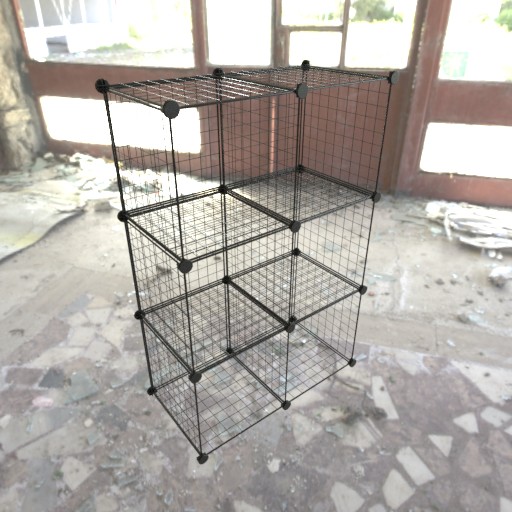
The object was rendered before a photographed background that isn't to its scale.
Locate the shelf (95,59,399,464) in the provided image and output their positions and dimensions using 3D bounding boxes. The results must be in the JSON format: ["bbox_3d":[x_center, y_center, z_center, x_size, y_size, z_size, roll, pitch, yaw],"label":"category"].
[{"bbox_3d":[0.000,0.000,1.397,0.711,1.067,0.356,-21,36,-32],"label":"shelf"}]
